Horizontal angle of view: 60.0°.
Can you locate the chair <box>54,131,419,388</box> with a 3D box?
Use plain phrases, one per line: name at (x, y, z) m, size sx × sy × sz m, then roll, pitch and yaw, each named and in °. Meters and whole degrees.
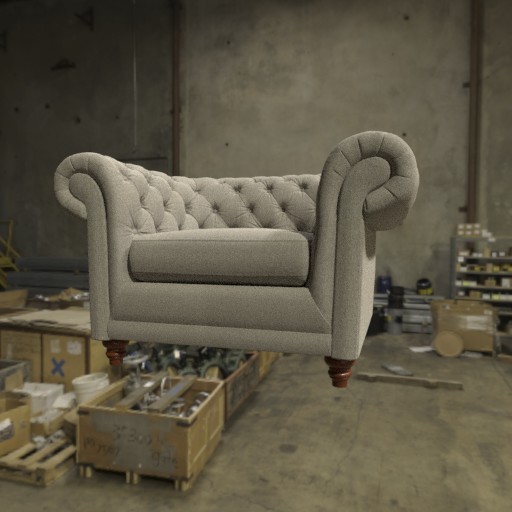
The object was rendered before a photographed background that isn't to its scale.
chair at (0.000, 0.000, 1.876) m, size 1.270 × 0.770 × 0.976 m, roll 1°, pitch 2°, yaw 18°
